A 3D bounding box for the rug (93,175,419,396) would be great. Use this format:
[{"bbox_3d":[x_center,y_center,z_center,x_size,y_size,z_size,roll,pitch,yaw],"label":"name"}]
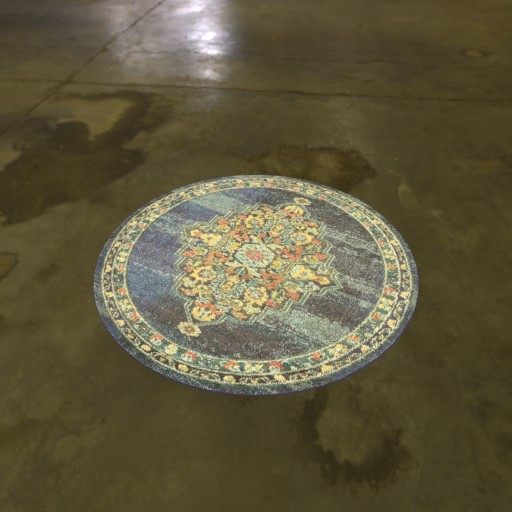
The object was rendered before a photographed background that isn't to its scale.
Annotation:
[{"bbox_3d":[0.000,0.000,2.248,1.591,0.010,1.591,0,41,0],"label":"rug"}]
